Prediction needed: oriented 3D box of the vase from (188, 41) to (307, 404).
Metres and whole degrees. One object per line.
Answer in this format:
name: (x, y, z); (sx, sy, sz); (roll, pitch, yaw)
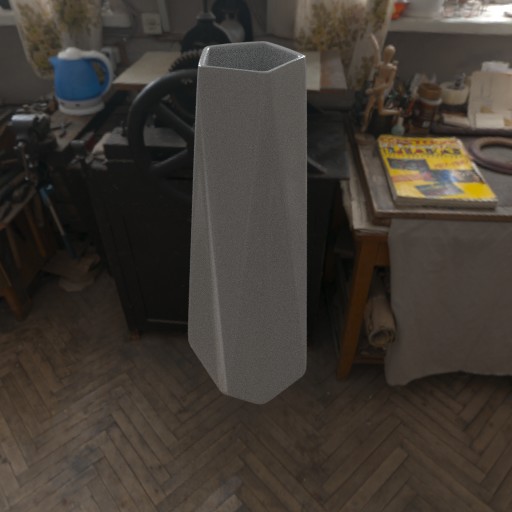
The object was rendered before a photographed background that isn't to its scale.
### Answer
vase: (0.000, 0.000, 0.383); (0.116, 0.329, 0.122); (-25, 46, -27)
